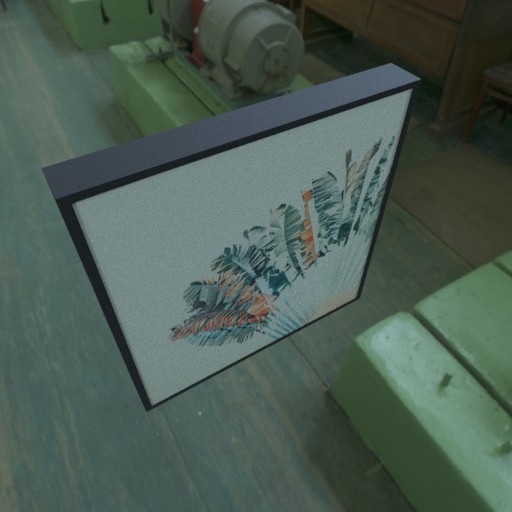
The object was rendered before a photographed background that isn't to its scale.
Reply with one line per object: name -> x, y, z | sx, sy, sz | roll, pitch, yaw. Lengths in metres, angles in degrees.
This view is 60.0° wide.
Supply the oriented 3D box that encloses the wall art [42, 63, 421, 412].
wall art -> 0.000, 0.000, 0.438 | 0.302, 0.300, 0.036 | -24, 51, -21
